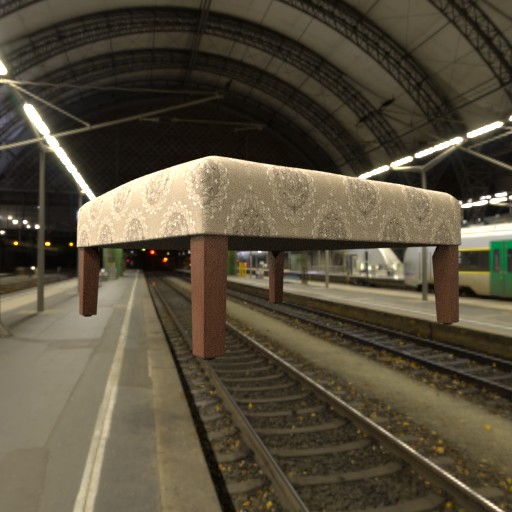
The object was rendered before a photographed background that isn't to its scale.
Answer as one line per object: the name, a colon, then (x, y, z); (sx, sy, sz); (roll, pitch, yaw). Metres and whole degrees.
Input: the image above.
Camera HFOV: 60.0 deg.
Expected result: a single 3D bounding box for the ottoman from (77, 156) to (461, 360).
ottoman: (0.000, 0.000, 1.425); (0.889, 0.411, 0.890); (1, -1, -36)
